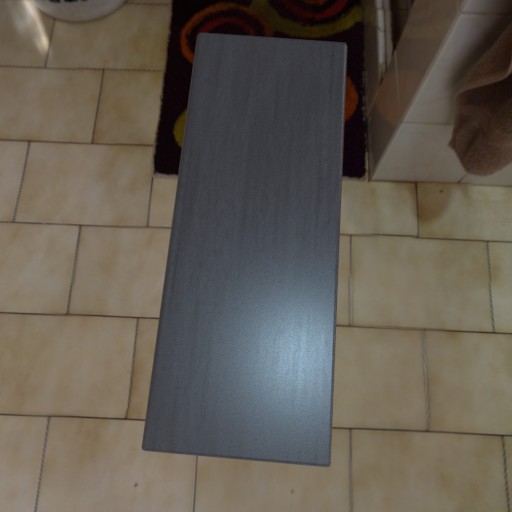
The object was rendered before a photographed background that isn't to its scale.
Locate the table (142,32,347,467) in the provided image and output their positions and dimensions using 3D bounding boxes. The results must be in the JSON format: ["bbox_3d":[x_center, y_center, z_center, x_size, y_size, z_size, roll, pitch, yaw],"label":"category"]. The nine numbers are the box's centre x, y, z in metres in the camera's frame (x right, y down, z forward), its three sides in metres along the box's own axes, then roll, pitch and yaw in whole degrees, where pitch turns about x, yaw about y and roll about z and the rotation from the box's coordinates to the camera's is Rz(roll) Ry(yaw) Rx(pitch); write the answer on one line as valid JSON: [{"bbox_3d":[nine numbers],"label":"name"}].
[{"bbox_3d":[0.000,0.000,1.543,0.459,0.735,1.184,5,75,1],"label":"table"}]
